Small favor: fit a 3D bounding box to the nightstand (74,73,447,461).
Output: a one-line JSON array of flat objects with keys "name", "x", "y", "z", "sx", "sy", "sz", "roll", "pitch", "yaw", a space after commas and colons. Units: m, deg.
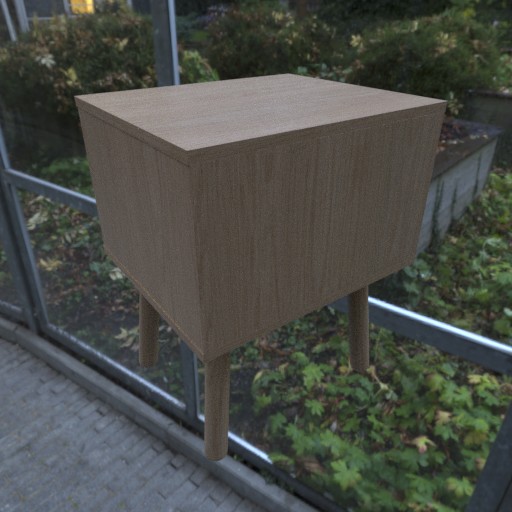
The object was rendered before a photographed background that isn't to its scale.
[{"name": "nightstand", "x": 0.000, "y": 0.000, "z": 0.839, "sx": 0.450, "sy": 0.571, "sz": 0.380, "roll": -20, "pitch": 35, "yaw": -31}]
